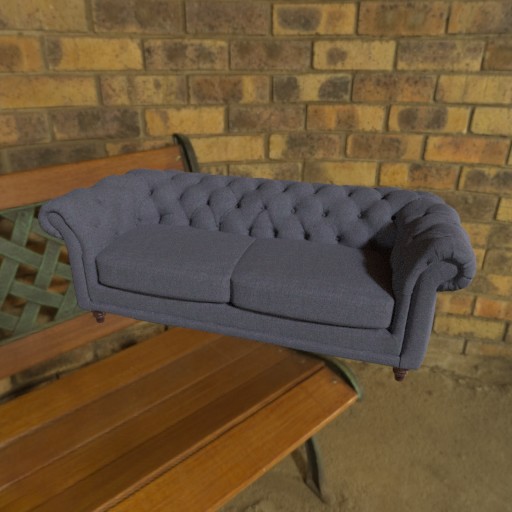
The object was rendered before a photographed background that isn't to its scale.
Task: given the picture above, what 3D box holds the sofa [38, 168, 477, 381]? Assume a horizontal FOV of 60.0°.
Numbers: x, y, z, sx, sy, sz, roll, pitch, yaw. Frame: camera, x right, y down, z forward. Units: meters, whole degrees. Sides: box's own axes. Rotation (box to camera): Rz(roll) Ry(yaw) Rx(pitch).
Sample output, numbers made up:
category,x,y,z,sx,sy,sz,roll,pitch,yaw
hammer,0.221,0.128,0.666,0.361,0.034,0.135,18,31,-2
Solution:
category,x,y,z,sx,sy,sz,roll,pitch,yaw
sofa,0.000,0.000,2.777,2.335,0.836,1.046,7,26,16
